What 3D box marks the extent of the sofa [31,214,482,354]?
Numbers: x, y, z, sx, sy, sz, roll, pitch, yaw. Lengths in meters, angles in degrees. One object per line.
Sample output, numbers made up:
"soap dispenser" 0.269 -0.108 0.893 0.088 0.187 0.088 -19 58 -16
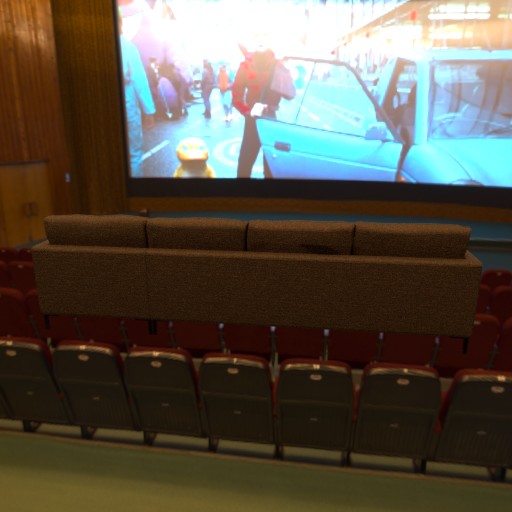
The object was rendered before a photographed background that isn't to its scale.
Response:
"sofa" 0.000 0.000 3.816 3.221 0.892 1.483 2 17 7
